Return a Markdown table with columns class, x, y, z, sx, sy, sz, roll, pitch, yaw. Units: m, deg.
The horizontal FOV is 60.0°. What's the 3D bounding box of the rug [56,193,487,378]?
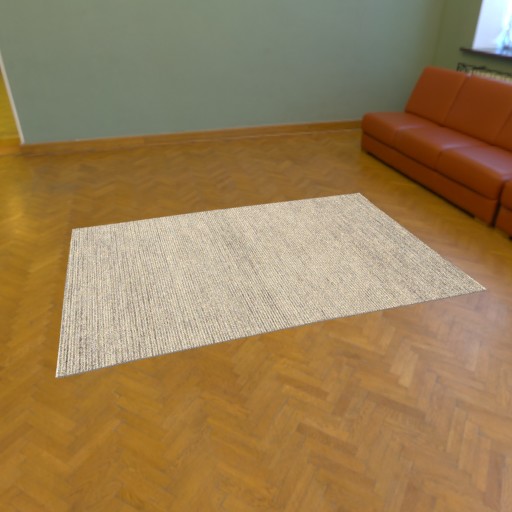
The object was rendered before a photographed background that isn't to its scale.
| class | x | y | z | sx | sy | sz | roll | pitch | yaw |
| --- | --- | --- | --- | --- | --- | --- | --- | --- | --- |
| rug | 0.000 | 0.000 | 2.225 | 1.804 | 0.022 | 1.162 | -9 | 32 | -14 |
